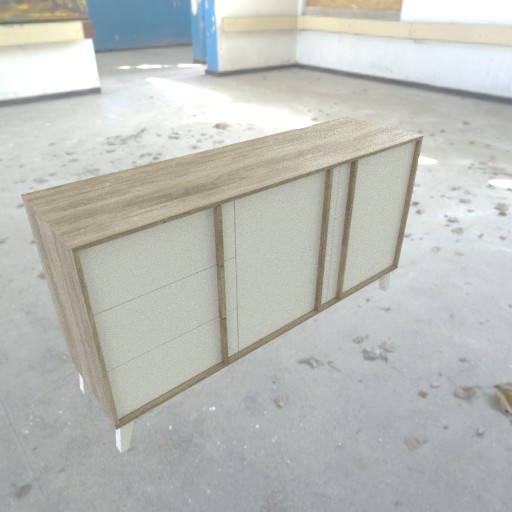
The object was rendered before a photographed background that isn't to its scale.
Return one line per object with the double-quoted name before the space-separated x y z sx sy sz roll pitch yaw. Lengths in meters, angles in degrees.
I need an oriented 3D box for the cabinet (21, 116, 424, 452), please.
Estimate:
"cabinet" 0.000 0.000 1.946 1.600 0.870 0.450 -23 38 -33
